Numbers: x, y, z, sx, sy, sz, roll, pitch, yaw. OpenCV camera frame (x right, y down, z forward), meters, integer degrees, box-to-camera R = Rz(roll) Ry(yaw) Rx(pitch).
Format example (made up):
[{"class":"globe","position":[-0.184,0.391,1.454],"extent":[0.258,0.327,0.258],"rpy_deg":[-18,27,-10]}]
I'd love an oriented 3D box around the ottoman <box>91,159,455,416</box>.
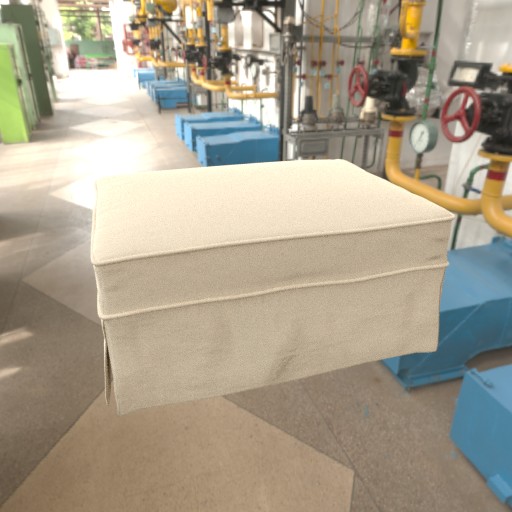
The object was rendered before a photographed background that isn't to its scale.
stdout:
[{"class":"ottoman","position":[0.000,0.000,1.370],"extent":[0.944,0.479,0.703],"rpy_deg":[-8,27,-15]}]
